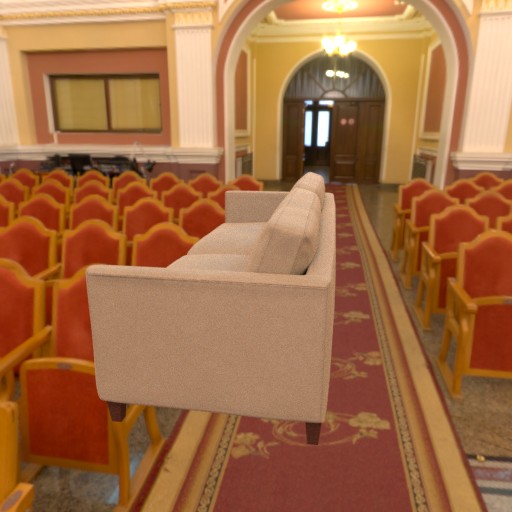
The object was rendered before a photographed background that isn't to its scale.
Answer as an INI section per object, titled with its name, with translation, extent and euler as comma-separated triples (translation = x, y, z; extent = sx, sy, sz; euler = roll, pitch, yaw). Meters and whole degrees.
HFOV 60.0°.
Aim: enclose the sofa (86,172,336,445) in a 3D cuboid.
[sofa]
translation = 0.000, 0.000, 2.823
extent = 0.988, 0.912, 2.404
euler = 3, 16, 9
